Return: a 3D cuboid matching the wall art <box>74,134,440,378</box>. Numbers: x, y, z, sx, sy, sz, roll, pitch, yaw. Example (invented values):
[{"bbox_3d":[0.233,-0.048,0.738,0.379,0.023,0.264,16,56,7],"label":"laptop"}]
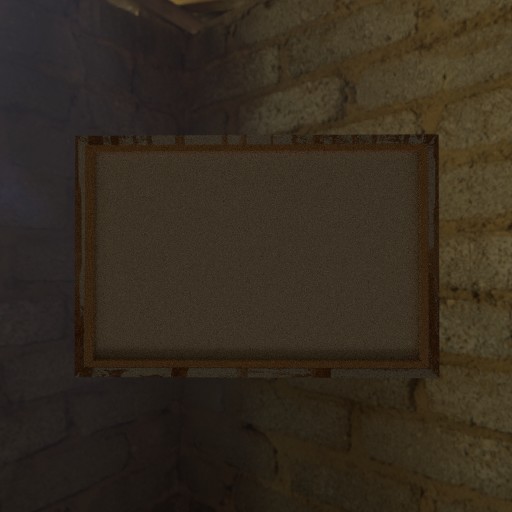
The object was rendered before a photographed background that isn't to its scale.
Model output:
[{"bbox_3d":[0.000,0.000,1.130,0.914,0.609,0.035,0,0,1],"label":"wall art"}]
